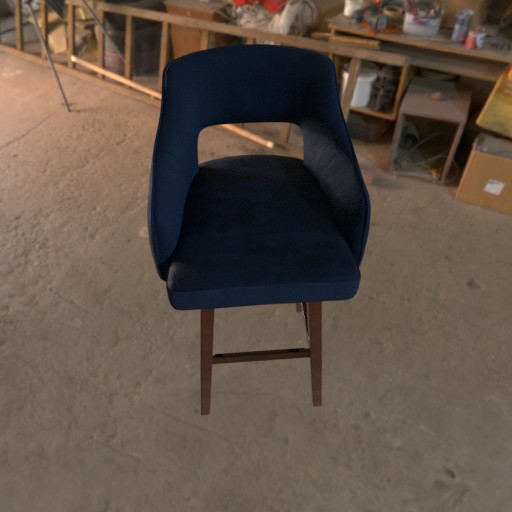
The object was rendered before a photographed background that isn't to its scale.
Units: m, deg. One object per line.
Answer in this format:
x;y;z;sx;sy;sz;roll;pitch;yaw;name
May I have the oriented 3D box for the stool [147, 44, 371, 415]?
0.000;0.000;1.348;0.550;1.041;0.560;-3;47;-3;stool
